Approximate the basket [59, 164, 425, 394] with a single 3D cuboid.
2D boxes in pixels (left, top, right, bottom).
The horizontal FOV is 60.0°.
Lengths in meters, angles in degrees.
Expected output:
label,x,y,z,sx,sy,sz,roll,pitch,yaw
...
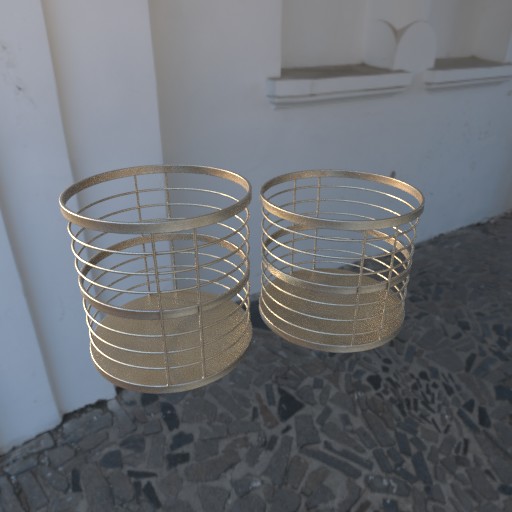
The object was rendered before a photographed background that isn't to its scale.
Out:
label,x,y,z,sx,sy,sz,roll,pitch,yaw
basket,0.000,0.000,0.980,0.746,0.351,0.356,-8,28,-16
